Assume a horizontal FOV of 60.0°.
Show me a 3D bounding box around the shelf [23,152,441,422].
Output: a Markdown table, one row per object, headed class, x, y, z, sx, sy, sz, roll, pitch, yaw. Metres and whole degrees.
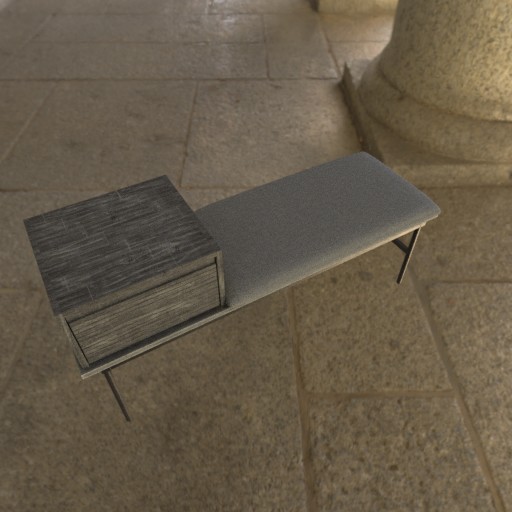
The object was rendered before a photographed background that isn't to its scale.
| class | x | y | z | sx | sy | sz | roll | pitch | yaw |
| --- | --- | --- | --- | --- | --- | --- | --- | --- | --- |
| shelf | 0.000 | 0.000 | 1.614 | 1.342 | 0.633 | 0.457 | -23 | 50 | -20 |
